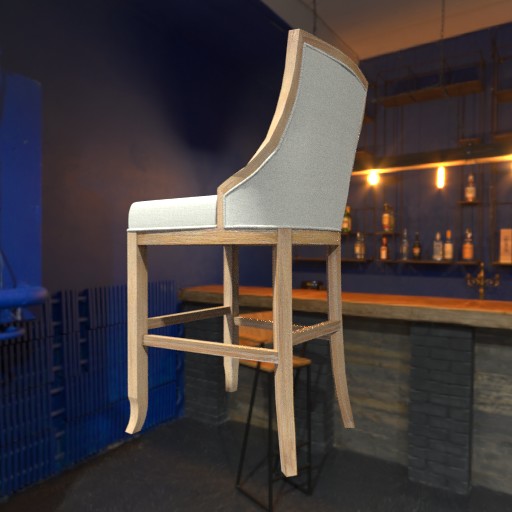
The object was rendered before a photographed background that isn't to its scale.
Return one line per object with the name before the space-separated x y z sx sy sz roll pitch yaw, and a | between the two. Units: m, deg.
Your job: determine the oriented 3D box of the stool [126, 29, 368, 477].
stool | 0.000 0.000 1.403 0.626 1.101 0.524 1 1 36
